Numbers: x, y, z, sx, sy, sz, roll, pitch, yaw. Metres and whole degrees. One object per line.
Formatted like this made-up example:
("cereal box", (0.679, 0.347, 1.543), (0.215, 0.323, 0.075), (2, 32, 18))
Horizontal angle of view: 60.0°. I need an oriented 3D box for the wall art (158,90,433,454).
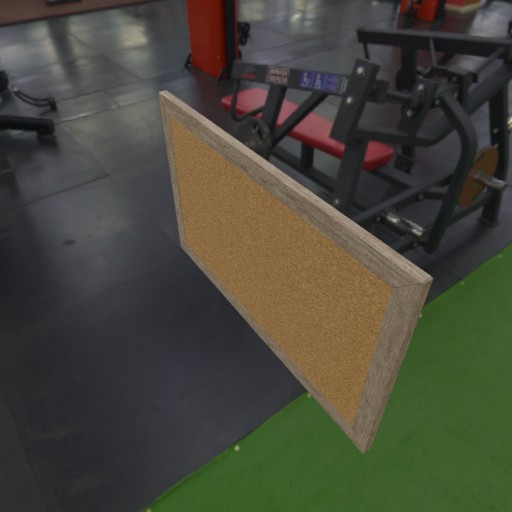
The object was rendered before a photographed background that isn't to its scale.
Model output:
("wall art", (0.000, 0.000, 0.970), (0.021, 0.480, 0.780), (-25, 47, -25))
